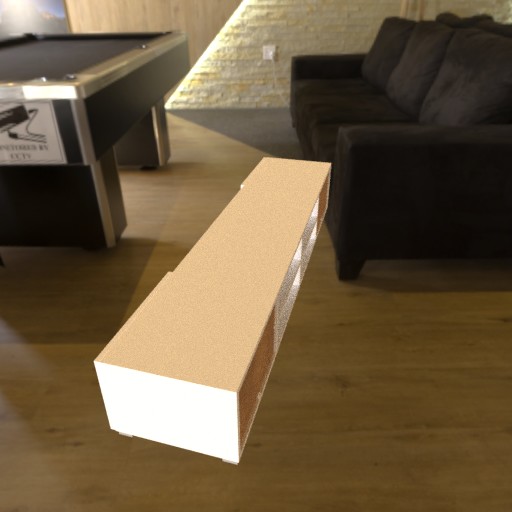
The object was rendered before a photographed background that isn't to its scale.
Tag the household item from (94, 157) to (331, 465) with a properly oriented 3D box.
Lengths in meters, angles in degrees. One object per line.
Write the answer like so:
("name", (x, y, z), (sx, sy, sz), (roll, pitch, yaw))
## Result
("household item", (0.000, 0.000, 2.032), (0.420, 0.310, 1.850), (8, 32, 14))
